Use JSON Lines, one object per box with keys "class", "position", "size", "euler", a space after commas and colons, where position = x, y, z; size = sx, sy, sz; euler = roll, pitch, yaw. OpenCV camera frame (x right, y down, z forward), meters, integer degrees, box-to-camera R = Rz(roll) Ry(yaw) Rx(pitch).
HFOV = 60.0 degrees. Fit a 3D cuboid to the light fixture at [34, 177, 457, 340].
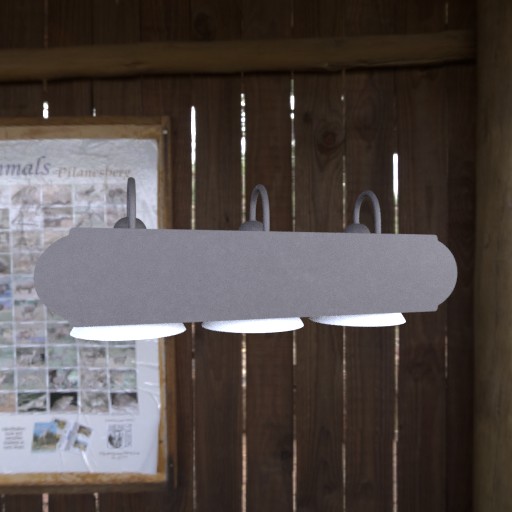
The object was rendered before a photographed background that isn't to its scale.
{"class": "light fixture", "position": [0.000, 0.000, 0.705], "size": [0.610, 0.222, 0.199], "euler": [0, 0, -18]}
